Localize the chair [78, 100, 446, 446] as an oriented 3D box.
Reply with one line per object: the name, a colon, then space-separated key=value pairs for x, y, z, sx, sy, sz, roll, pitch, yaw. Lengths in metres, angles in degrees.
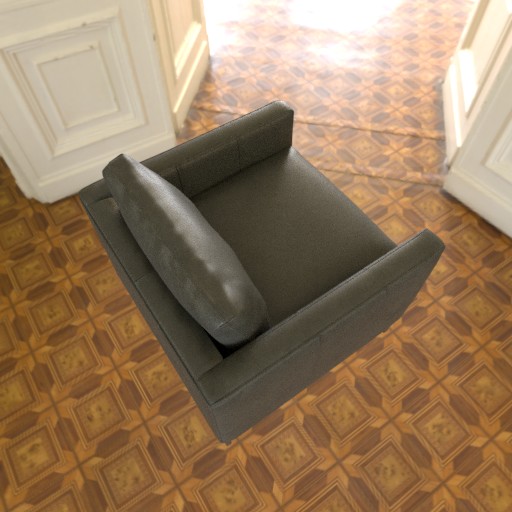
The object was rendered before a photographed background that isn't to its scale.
chair: x=0.000 y=0.000 z=1.551 sx=0.861 sy=0.824 sz=0.967 roll=-30 pitch=62 yaw=-18
